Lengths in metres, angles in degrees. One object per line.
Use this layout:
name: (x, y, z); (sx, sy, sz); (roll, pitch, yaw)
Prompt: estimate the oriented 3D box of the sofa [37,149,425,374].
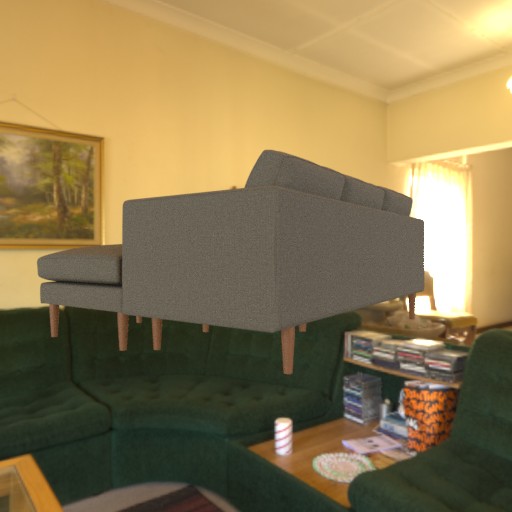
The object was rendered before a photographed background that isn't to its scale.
sofa: (0.000, 0.000, 2.849); (1.591, 0.897, 2.031); (0, 1, 35)
